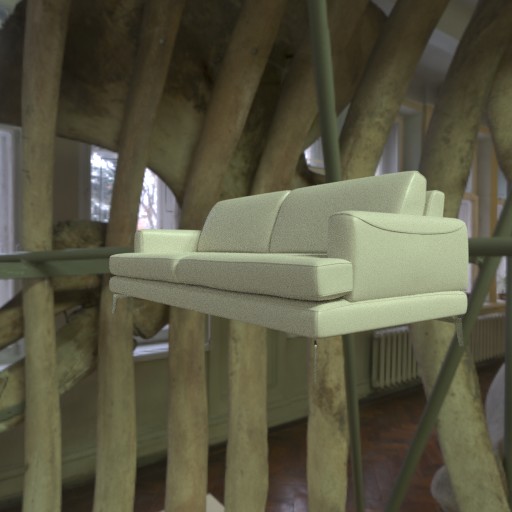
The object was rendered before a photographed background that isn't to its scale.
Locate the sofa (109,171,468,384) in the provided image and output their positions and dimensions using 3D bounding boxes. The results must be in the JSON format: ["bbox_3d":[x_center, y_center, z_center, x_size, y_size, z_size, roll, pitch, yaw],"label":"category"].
[{"bbox_3d":[0.000,0.000,2.405,0.974,0.765,1.940,-1,1,-37],"label":"sofa"}]
